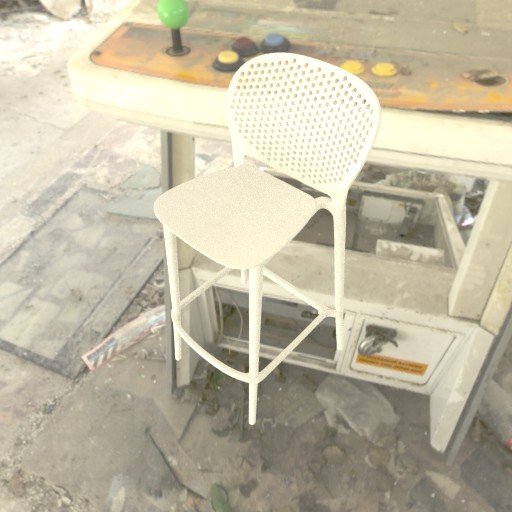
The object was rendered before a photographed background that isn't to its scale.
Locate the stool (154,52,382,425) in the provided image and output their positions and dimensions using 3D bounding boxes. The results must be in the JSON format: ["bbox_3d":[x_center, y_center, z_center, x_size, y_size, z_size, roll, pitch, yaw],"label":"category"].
[{"bbox_3d":[0.000,0.000,1.386,0.536,1.045,0.535,32,54,27],"label":"stool"}]
